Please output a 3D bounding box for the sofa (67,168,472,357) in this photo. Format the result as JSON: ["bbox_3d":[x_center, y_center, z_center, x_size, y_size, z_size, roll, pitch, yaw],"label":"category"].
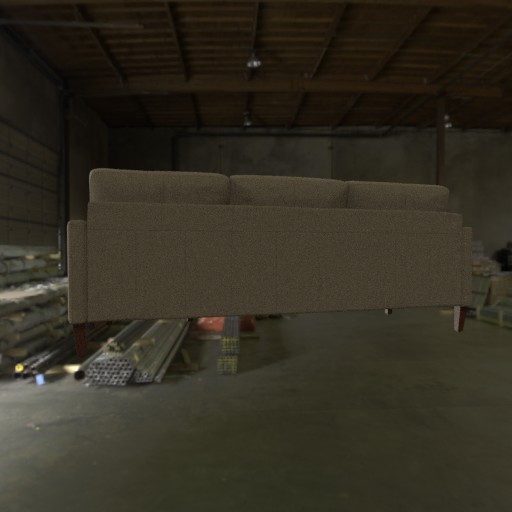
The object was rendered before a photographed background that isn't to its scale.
[{"bbox_3d":[0.000,0.000,2.955,2.178,0.875,1.506,0,1,-17],"label":"sofa"}]
